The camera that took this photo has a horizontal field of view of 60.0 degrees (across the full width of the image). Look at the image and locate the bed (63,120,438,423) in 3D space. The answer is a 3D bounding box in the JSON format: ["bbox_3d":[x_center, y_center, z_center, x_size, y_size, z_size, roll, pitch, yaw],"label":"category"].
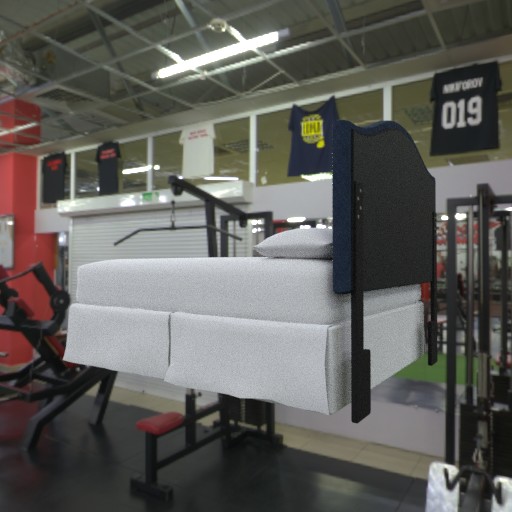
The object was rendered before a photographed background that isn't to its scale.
[{"bbox_3d":[0.000,0.000,3.205,2.153,1.518,1.725,-1,-1,35],"label":"bed"}]
